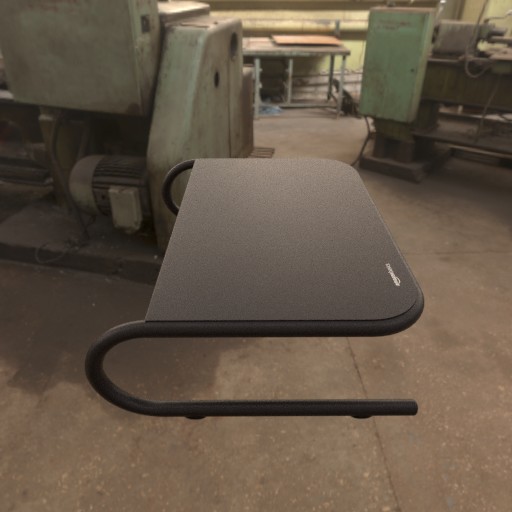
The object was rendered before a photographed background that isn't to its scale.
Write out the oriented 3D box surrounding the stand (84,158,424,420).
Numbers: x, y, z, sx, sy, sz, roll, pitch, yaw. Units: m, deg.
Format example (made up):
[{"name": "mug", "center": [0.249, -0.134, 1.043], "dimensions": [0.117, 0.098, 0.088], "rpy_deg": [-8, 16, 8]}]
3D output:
[{"name": "stand", "center": [0.000, 0.000, 0.513], "dimensions": [0.280, 0.108, 0.370], "rpy_deg": [0, 32, 0]}]
